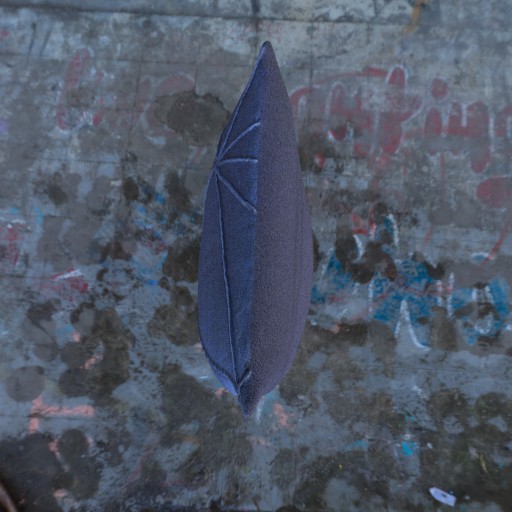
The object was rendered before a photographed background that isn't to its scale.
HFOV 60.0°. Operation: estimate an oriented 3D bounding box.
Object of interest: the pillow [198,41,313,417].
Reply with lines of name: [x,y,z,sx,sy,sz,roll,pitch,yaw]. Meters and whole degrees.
pillow: [0.000,0.000,0.684,0.183,0.440,0.439,3,74,1]
